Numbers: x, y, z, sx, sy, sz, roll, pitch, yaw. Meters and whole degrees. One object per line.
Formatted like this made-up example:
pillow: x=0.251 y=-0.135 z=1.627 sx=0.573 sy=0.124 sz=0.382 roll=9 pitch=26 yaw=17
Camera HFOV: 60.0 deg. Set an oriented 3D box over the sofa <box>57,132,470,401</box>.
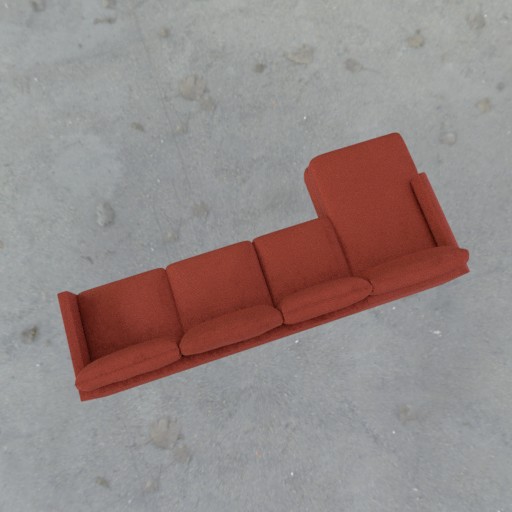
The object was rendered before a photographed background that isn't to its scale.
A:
sofa: x=0.000 y=0.000 z=4.002 sx=3.400 sy=0.967 sz=1.500 roll=-18 pitch=77 yaw=-4
